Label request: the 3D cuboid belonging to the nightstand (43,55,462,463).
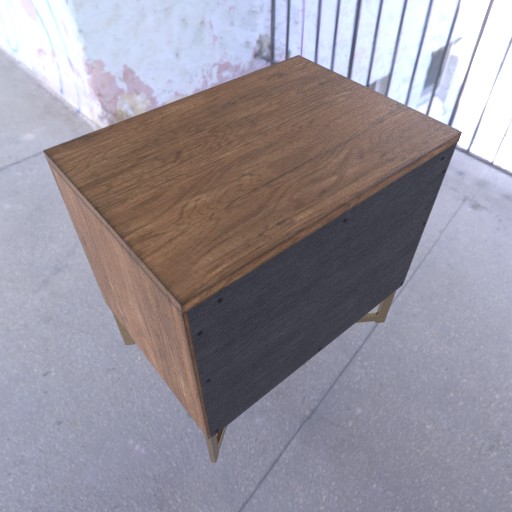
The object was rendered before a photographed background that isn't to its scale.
[{"bbox_3d":[0.000,0.000,1.013,0.610,0.610,0.446,-31,54,-26],"label":"nightstand"}]
